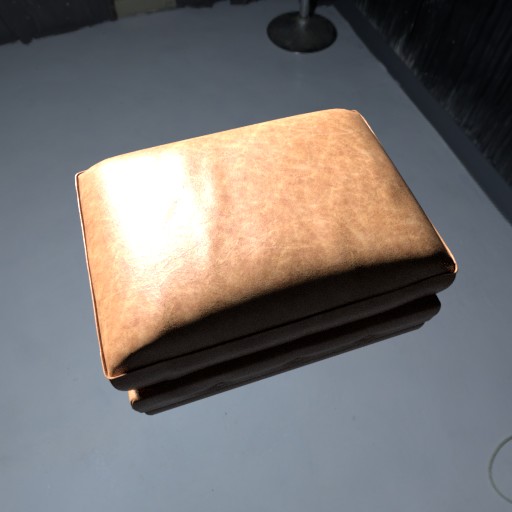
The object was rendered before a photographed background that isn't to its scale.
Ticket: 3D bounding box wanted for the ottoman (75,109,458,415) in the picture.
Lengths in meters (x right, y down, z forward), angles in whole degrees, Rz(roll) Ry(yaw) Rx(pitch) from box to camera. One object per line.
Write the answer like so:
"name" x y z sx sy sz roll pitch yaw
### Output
"ottoman" 0.000 0.000 1.071 0.710 0.480 0.533 -15 60 -9
